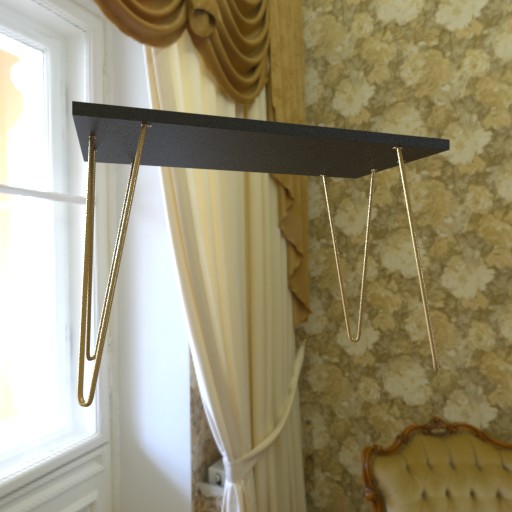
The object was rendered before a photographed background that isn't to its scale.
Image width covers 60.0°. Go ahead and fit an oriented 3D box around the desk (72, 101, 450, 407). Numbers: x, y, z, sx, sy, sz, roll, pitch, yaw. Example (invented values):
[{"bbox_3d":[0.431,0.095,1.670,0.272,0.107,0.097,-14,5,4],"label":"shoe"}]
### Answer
[{"bbox_3d":[0.000,0.000,1.336,0.991,0.660,0.499,0,0,-19],"label":"desk"}]
